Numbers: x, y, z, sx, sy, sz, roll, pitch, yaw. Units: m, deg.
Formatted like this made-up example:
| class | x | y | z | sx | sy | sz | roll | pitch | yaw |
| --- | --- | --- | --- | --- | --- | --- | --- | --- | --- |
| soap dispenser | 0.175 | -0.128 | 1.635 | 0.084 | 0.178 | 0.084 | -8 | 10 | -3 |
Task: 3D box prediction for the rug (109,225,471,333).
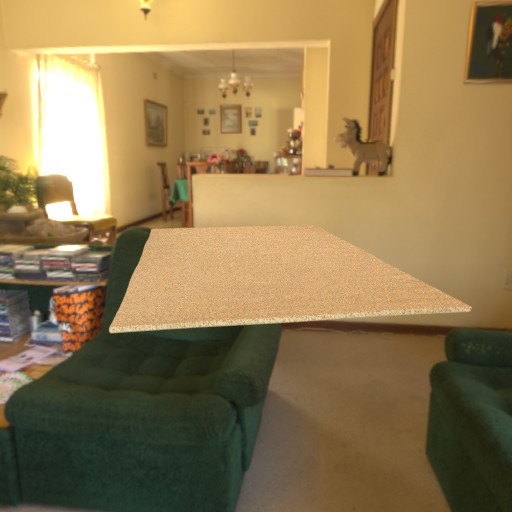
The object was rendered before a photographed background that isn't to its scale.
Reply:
| class | x | y | z | sx | sy | sz | roll | pitch | yaw |
| --- | --- | --- | --- | --- | --- | --- | --- | --- | --- |
| rug | 0.000 | 0.000 | 2.920 | 1.500 | 0.025 | 2.346 | -2 | 13 | -9 |
